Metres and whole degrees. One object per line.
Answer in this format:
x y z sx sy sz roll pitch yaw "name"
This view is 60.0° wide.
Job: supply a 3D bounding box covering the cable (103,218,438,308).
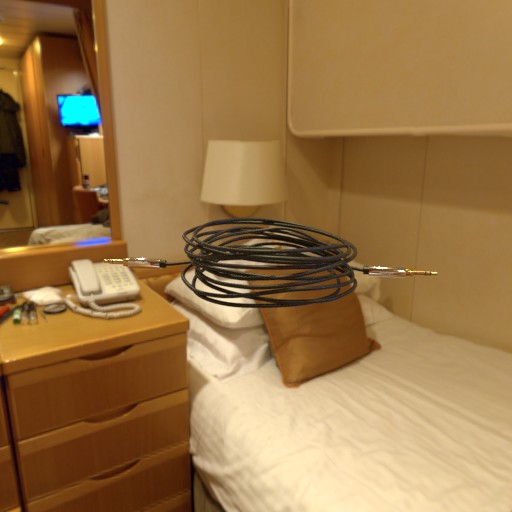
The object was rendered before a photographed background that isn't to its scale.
0.000 0.000 0.520 0.432 0.069 0.198 3 14 10 "cable"
